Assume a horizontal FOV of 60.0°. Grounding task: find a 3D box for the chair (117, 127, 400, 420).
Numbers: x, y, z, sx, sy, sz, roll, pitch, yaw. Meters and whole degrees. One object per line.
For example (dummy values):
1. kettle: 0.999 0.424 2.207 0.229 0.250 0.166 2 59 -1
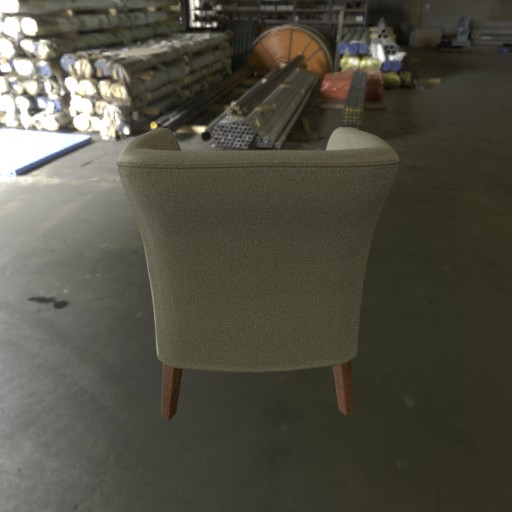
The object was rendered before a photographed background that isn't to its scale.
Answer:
1. chair: 0.000 0.000 1.238 0.600 0.771 0.668 -1 30 -1
